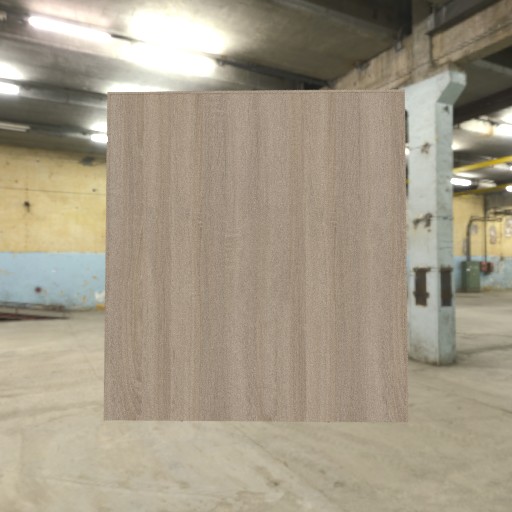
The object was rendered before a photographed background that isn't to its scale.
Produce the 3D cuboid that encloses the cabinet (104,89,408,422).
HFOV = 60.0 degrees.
[{"bbox_3d":[0.000,0.000,3.062,1.870,2.060,0.620,0,-2,1],"label":"cabinet"}]
